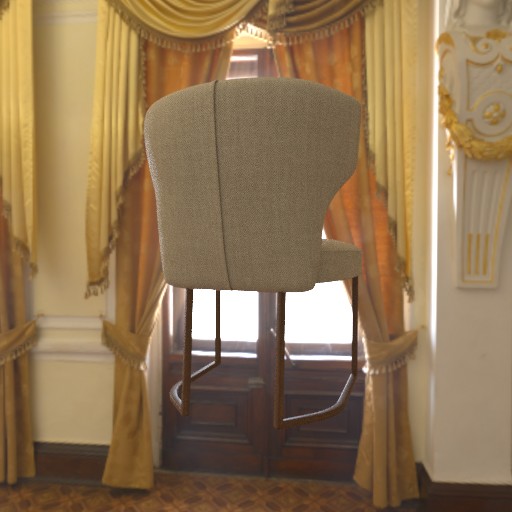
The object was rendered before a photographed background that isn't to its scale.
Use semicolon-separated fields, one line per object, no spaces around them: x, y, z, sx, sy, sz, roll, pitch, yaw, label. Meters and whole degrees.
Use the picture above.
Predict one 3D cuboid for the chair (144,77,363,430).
0.000;0.000;1.288;0.611;0.824;0.617;0;1;19;chair
